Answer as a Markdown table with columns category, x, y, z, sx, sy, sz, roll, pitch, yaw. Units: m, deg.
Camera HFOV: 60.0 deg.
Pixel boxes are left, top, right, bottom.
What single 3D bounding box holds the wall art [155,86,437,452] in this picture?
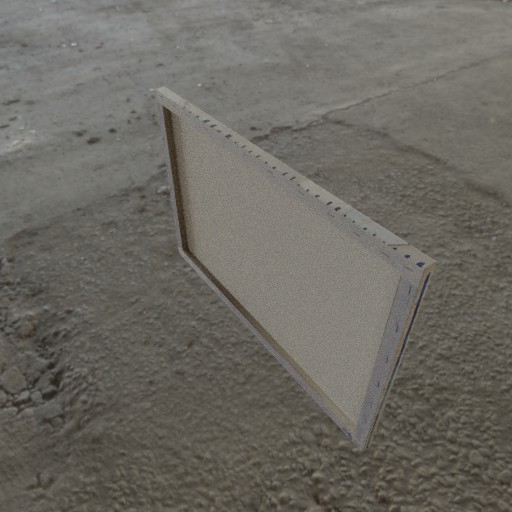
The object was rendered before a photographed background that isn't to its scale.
| category | x | y | z | sx | sy | sz | roll | pitch | yaw |
| --- | --- | --- | --- | --- | --- | --- | --- | --- | --- |
| wall art | 0.000 | 0.000 | 1.451 | 0.038 | 0.757 | 1.143 | -26 | 47 | -26 |
